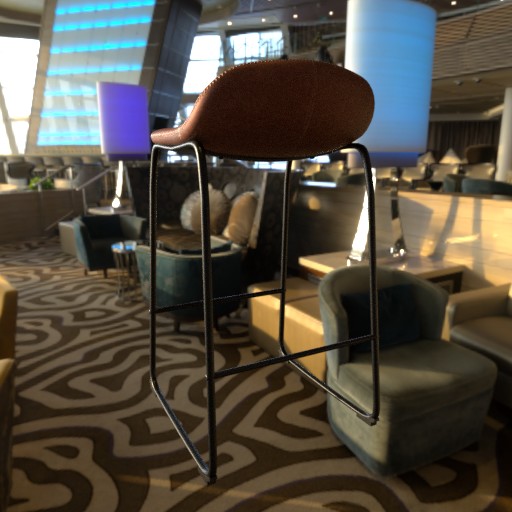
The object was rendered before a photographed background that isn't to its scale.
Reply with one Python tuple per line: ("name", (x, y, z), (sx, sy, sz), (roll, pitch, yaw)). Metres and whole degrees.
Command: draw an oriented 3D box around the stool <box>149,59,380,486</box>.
("stool", (0.000, 0.000, 1.103), (0.454, 0.830, 0.473), (-7, 14, -27))
